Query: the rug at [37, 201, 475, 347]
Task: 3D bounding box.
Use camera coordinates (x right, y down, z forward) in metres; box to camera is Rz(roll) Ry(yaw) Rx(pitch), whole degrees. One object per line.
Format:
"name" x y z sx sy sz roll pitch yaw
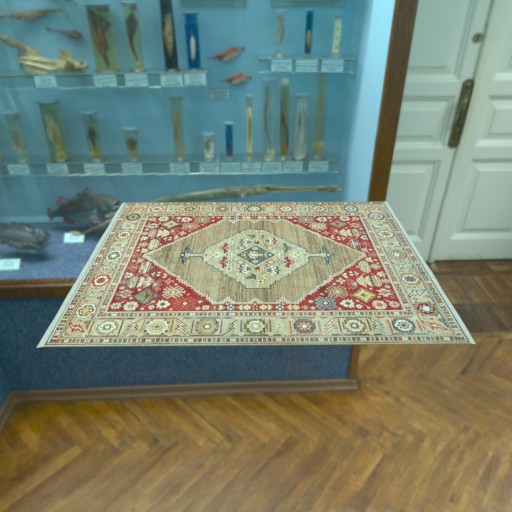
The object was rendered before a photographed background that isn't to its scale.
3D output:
"rug" 0.000 0.000 4.197 3.143 0.008 2.451 0 31 -1
